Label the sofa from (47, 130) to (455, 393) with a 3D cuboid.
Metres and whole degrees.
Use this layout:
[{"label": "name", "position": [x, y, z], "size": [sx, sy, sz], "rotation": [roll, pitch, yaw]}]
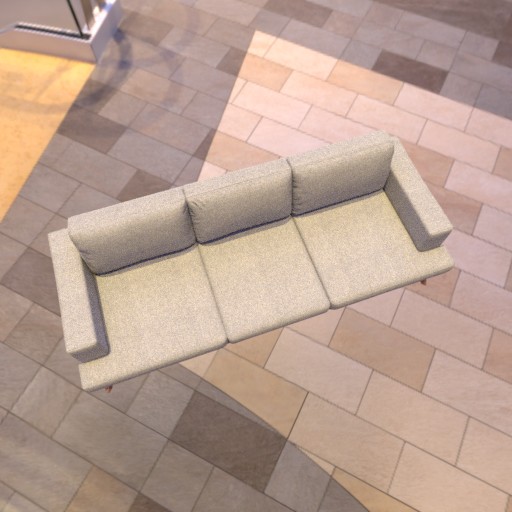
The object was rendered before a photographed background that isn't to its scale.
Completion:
[{"label": "sofa", "position": [0.000, 0.000, 2.740], "size": [2.310, 0.810, 0.920], "rotation": [-17, 65, -8]}]
